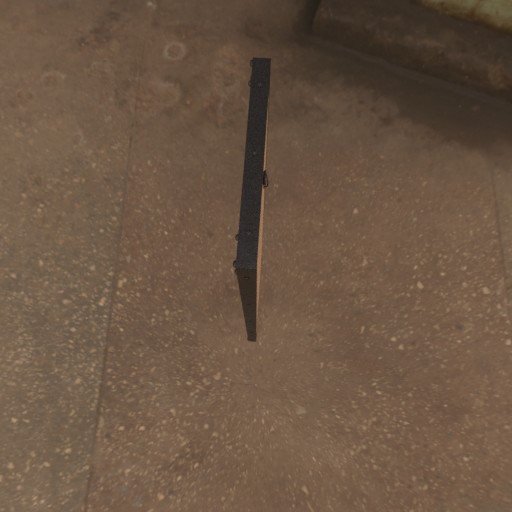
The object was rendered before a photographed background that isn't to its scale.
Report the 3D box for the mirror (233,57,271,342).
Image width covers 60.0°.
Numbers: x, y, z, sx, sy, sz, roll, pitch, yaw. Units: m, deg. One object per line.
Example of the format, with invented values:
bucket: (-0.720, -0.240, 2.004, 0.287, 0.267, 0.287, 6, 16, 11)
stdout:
mirror: (0.000, 0.000, 1.177, 0.042, 1.080, 0.354, 4, 74, 1)
